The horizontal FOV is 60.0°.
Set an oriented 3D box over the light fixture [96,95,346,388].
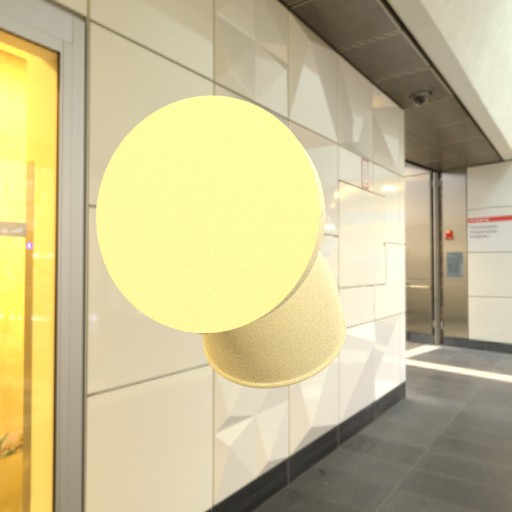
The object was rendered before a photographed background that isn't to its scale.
[{"bbox_3d":[0.000,0.000,0.332,0.127,0.199,0.209,0,-1,17],"label":"light fixture"}]
